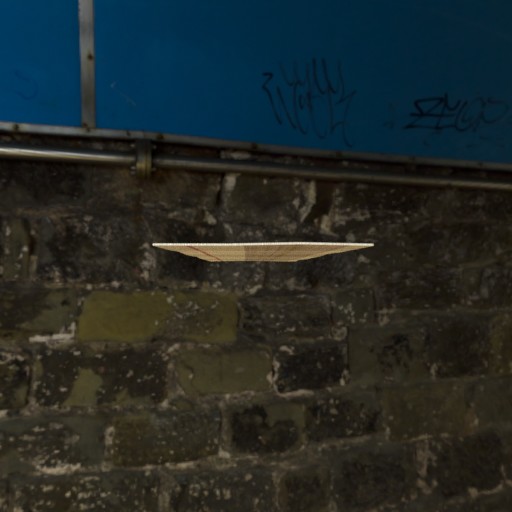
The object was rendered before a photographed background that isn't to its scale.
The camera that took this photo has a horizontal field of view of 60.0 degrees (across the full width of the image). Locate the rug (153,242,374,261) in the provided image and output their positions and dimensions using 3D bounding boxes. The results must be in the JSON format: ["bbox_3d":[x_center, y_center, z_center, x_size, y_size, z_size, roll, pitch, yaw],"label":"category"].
[{"bbox_3d":[0.000,0.000,2.742,0.762,0.013,2.439,0,-2,-1],"label":"rug"}]
